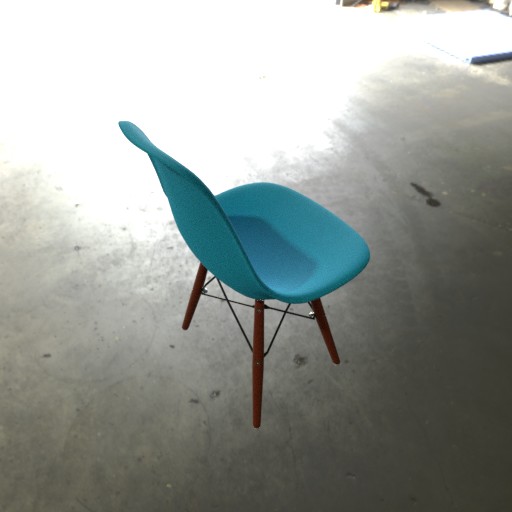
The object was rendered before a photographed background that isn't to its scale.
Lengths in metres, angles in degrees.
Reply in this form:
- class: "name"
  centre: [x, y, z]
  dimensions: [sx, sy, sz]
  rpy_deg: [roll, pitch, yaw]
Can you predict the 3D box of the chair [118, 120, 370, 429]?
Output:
- class: "chair"
  centre: [0.000, 0.000, 1.148]
  dimensions: [0.533, 0.826, 0.470]
  rpy_deg: [-27, 49, -26]
